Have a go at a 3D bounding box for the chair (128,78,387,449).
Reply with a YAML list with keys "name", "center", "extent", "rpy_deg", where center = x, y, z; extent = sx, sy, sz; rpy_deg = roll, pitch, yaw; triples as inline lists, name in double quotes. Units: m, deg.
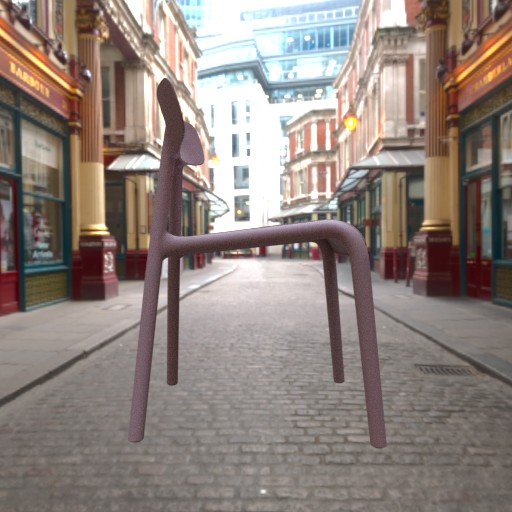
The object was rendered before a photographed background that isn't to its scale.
- name: "chair"
  center: [0.000, 0.000, 0.843]
  extent: [0.401, 0.580, 0.356]
  rpy_deg: [0, 0, 0]
